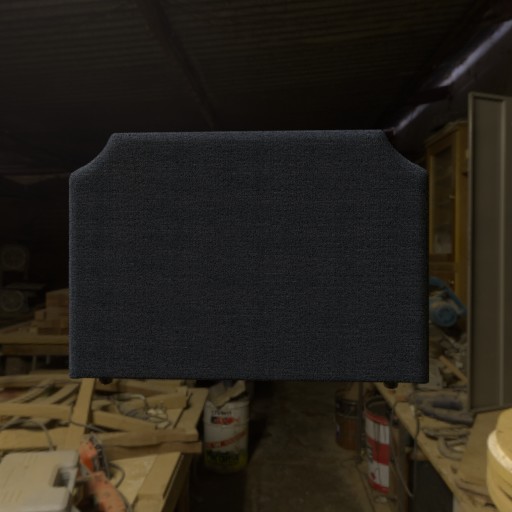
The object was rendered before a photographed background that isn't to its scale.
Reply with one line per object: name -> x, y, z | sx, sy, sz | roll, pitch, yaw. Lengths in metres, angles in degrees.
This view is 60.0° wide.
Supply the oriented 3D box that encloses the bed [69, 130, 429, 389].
bed -> 0.000, 0.000, 3.303 | 1.828, 1.297, 2.208 | 0, 1, 3
